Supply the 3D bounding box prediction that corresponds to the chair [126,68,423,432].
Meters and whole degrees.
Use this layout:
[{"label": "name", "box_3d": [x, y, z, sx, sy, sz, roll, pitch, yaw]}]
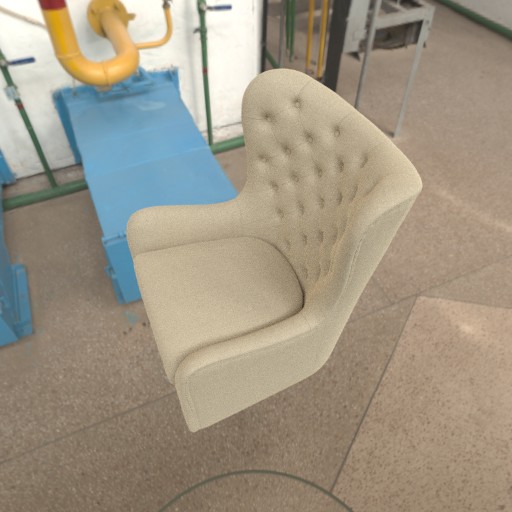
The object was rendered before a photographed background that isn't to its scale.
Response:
[{"label": "chair", "box_3d": [0.000, 0.000, 1.758, 0.929, 1.079, 0.831, -18, 51, -15]}]
